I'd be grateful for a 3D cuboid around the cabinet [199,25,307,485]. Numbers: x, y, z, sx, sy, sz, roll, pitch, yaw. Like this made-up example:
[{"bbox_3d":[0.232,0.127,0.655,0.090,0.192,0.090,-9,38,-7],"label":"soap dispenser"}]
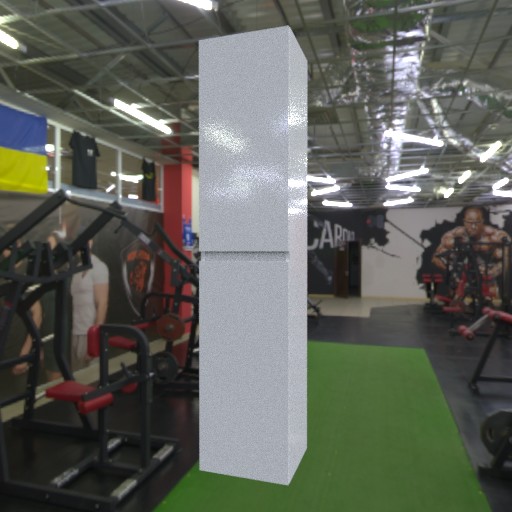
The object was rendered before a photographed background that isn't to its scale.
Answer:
[{"bbox_3d":[0.000,0.000,1.523,0.300,1.400,0.270,0,1,18],"label":"cabinet"}]
